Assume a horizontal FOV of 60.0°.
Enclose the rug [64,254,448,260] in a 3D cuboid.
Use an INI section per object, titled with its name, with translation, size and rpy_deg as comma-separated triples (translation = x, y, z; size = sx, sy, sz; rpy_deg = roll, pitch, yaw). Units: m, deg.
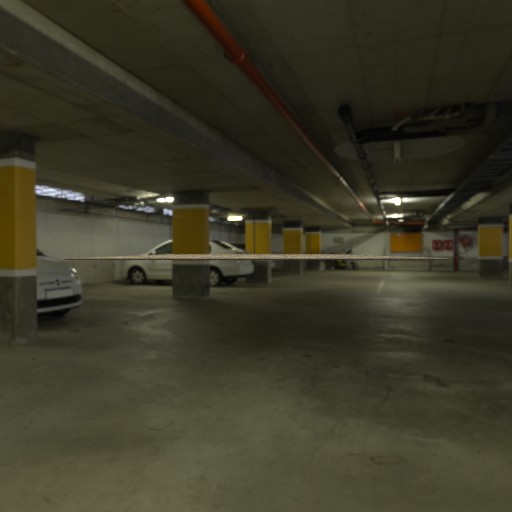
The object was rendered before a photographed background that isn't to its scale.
[rug]
translation = 0.000, 0.000, 4.379
size = 2.382, 0.018, 3.294
rpy_deg = 0, 1, 0
